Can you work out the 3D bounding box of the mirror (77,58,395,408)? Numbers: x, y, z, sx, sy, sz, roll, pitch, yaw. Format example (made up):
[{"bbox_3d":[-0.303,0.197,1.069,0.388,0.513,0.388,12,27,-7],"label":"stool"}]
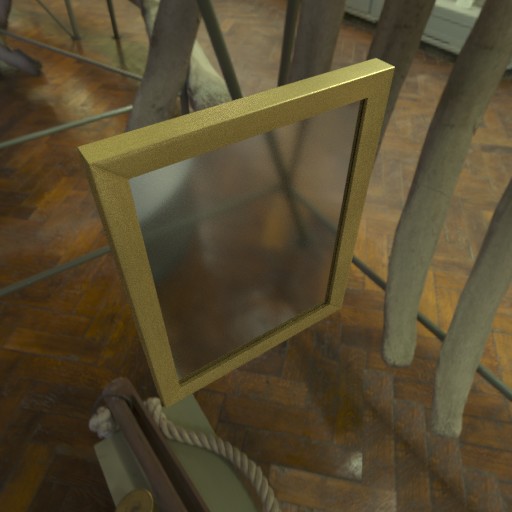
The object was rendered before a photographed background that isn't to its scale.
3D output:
[{"bbox_3d":[0.000,0.000,0.689,0.405,0.508,0.041,-25,51,-23],"label":"mirror"}]
